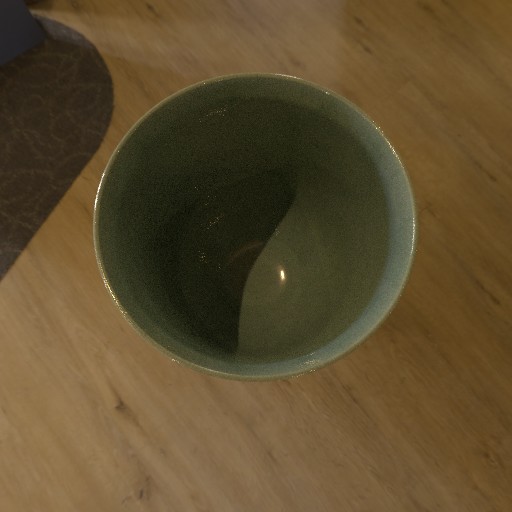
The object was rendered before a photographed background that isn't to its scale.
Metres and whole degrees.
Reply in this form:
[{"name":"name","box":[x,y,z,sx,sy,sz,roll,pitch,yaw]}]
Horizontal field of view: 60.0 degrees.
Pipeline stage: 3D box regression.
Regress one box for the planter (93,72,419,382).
[{"name":"planter","box":[0.000,0.000,0.373,0.198,0.214,0.198,0,76,0]}]
